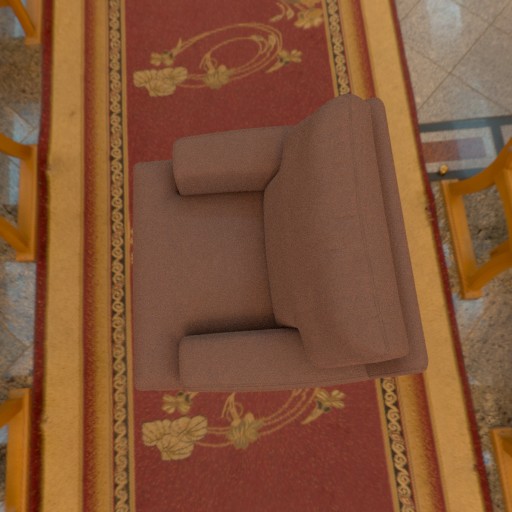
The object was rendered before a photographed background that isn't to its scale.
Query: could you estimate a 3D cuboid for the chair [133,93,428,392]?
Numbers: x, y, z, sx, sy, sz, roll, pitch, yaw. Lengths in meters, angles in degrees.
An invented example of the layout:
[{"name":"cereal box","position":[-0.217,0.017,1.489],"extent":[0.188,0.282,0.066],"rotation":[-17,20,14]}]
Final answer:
[{"name":"chair","position":[0.000,0.000,1.985],"extent":[1.143,0.940,1.168],"rotation":[-4,75,-1]}]
